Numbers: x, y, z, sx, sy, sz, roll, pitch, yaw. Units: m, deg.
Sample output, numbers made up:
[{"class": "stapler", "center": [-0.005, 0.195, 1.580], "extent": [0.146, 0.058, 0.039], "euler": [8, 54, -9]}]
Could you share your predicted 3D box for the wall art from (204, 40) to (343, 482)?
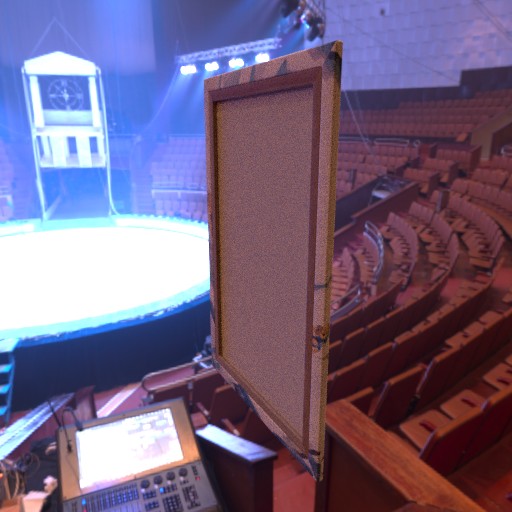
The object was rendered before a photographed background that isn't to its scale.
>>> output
[{"class": "wall art", "center": [0.000, 0.000, 1.140], "extent": [0.016, 0.914, 0.610], "euler": [-8, 17, -27]}]
